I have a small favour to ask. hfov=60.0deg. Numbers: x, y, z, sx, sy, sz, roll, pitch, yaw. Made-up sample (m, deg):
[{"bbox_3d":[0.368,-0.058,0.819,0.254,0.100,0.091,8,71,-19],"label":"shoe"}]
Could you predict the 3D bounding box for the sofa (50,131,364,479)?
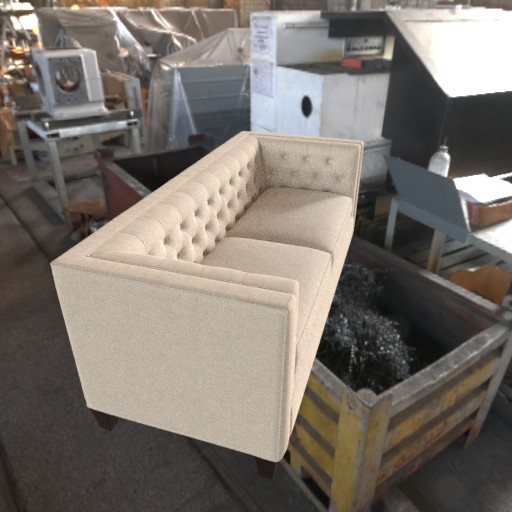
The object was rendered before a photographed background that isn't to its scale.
[{"bbox_3d":[0.000,0.000,2.176,0.775,0.762,1.778,9,31,16],"label":"sofa"}]
